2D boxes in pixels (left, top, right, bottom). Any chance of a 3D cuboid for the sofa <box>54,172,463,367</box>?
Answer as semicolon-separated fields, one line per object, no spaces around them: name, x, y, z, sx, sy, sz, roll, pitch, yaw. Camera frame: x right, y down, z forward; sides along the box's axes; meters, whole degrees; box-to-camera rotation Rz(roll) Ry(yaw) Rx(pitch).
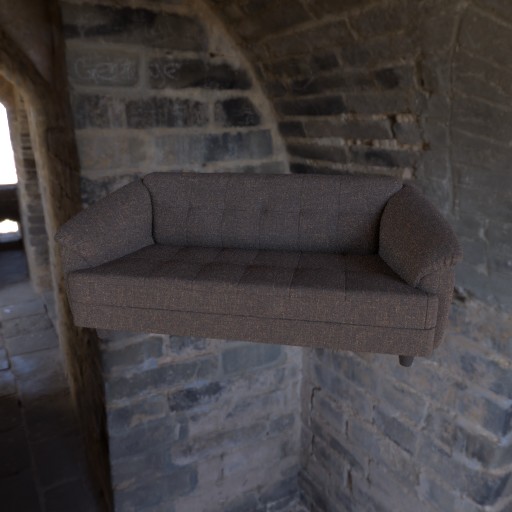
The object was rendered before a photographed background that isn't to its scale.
sofa;0.000;0.000;2.317;1.849;0.790;0.887;3;16;11
